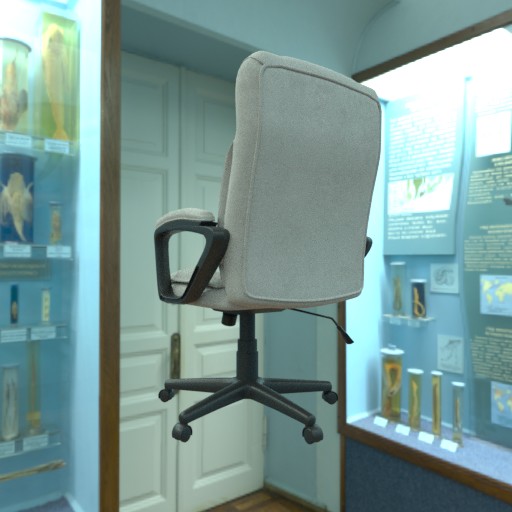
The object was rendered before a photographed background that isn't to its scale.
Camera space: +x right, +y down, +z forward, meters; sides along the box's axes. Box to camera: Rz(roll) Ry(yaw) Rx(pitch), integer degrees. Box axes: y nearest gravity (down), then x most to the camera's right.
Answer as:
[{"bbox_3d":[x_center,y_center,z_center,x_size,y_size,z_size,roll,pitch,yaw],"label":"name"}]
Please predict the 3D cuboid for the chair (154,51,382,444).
[{"bbox_3d":[0.000,0.000,1.544,0.667,1.105,0.724,1,-1,-35],"label":"chair"}]
